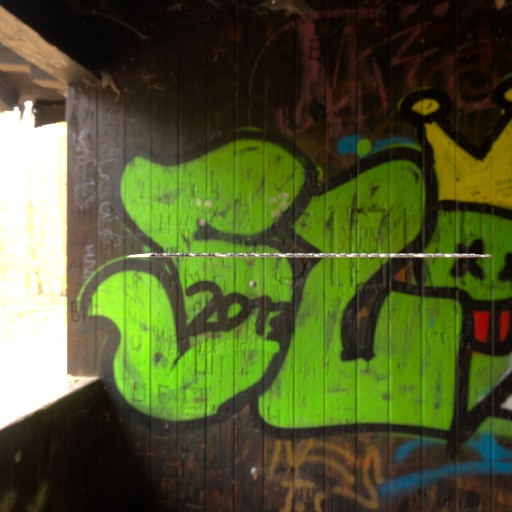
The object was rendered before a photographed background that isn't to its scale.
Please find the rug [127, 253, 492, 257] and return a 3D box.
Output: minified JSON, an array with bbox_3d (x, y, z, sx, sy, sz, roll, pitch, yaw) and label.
[{"bbox_3d":[0.000,0.000,2.317,1.243,0.013,1.872,0,0,-18],"label":"rug"}]
